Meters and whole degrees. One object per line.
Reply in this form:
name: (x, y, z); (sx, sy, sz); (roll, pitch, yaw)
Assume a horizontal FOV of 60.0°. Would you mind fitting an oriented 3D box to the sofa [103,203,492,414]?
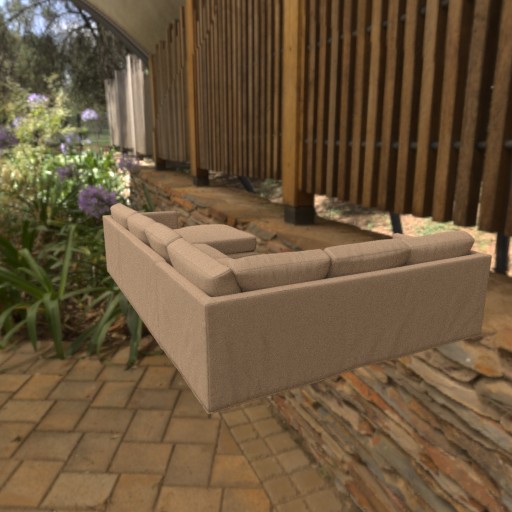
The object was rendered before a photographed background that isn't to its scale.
sofa: (0.000, 0.000, 4.495); (2.427, 0.882, 3.460); (-7, 16, -27)
